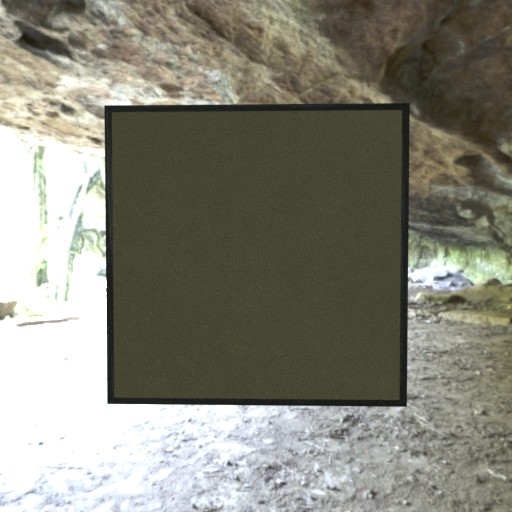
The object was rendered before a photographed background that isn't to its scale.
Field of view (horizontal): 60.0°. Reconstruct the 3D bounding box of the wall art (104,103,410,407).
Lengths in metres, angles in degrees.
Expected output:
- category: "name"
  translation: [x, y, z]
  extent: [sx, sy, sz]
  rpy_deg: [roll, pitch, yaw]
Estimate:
- category: "wall art"
  translation: [0.000, 0.000, 1.138]
  extent: [0.762, 0.758, 0.043]
  rpy_deg: [0, 2, 1]
